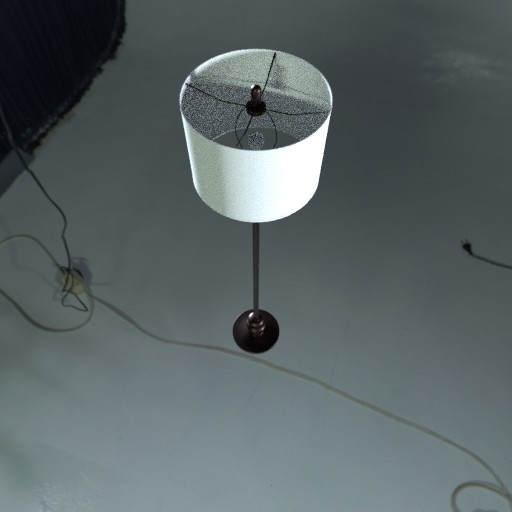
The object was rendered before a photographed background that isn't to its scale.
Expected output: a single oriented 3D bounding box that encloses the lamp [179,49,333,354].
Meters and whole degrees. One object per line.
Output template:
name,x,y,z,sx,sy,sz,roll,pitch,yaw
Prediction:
lamp,0.000,0.000,1.644,0.356,1.487,0.356,14,60,8
